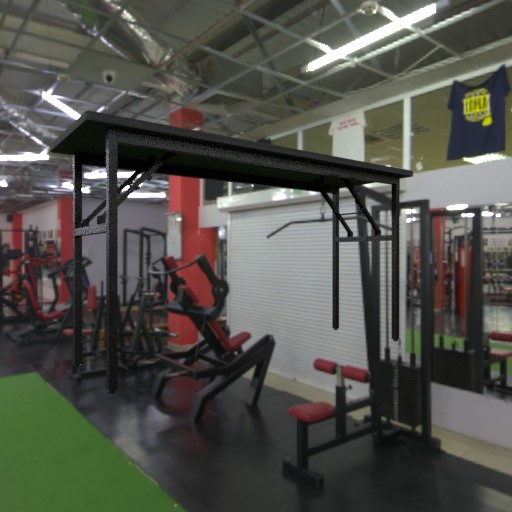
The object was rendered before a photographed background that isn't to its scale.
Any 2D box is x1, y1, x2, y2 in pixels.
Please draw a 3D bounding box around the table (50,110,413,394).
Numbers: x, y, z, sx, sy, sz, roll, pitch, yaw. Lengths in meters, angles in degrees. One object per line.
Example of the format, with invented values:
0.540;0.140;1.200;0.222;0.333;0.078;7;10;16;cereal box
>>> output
0.000;0.000;1.728;1.399;0.750;0.449;0;0;-36;table
